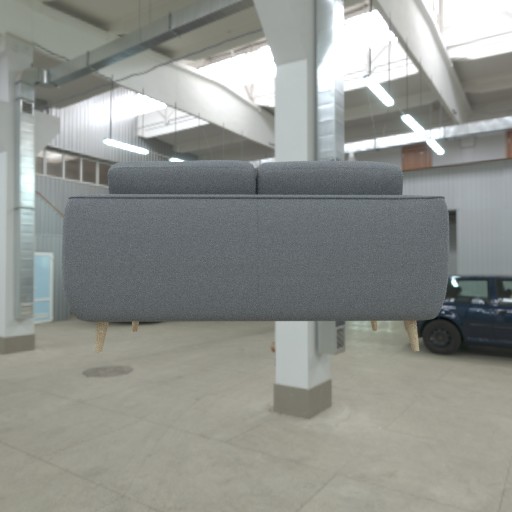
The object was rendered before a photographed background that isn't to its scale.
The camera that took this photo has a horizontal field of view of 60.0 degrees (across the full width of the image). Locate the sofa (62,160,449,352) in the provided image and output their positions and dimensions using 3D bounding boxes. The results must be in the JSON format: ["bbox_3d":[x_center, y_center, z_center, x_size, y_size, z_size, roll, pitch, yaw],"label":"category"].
[{"bbox_3d":[0.000,0.000,2.258,1.700,0.850,0.920,0,-1,-1],"label":"sofa"}]
